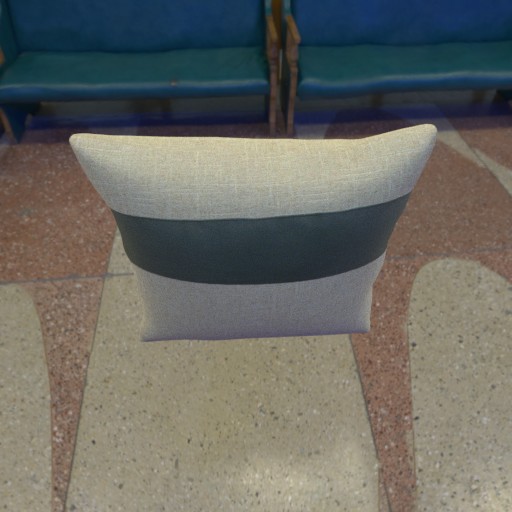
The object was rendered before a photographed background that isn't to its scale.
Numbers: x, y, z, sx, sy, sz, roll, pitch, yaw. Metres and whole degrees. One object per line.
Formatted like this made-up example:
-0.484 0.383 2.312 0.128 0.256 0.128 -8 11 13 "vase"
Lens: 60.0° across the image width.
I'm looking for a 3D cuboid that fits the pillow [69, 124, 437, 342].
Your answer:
0.000 0.000 0.637 0.414 0.399 0.173 -2 46 -2 "pillow"
